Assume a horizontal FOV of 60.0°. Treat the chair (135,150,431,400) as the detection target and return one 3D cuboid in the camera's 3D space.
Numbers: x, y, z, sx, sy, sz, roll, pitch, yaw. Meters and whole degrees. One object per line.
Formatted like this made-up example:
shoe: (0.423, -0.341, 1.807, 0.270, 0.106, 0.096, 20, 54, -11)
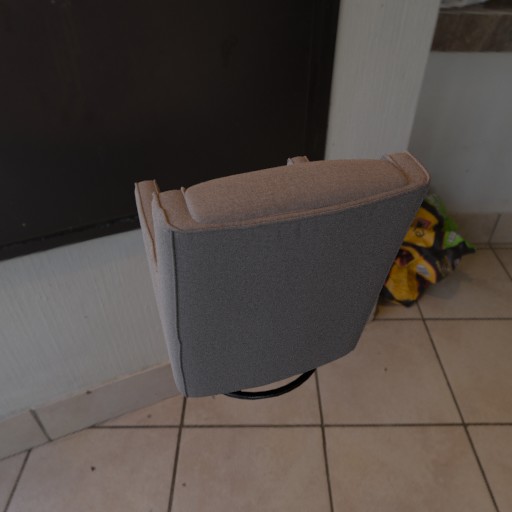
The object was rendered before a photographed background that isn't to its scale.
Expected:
chair: (0.000, 0.000, 1.586, 0.732, 0.993, 0.879, -12, 41, -14)
